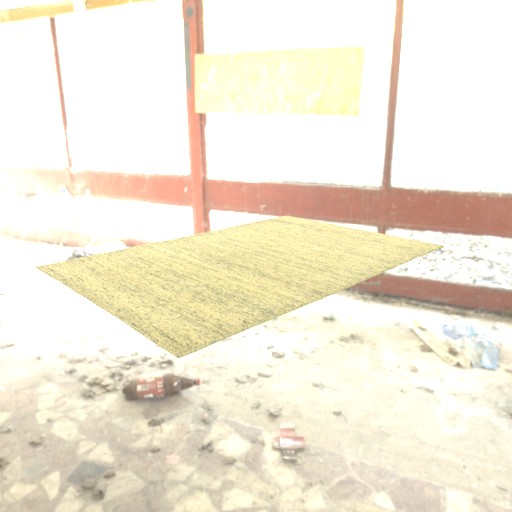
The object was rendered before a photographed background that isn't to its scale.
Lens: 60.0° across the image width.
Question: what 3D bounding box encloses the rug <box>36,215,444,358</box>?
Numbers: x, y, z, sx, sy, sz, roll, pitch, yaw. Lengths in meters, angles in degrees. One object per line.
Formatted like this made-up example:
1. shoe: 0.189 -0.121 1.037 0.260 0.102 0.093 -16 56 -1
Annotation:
1. rug: 0.000 0.000 2.915 2.263 0.017 1.523 -15 22 -42
